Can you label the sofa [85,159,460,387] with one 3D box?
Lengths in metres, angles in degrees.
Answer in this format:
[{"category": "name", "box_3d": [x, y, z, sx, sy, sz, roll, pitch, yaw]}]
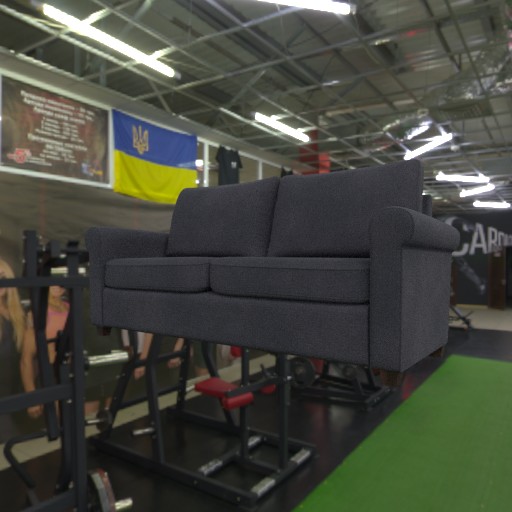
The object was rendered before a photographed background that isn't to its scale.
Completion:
[{"category": "sofa", "box_3d": [0.000, 0.000, 2.409, 1.935, 0.942, 0.842, 0, 0, 36]}]
